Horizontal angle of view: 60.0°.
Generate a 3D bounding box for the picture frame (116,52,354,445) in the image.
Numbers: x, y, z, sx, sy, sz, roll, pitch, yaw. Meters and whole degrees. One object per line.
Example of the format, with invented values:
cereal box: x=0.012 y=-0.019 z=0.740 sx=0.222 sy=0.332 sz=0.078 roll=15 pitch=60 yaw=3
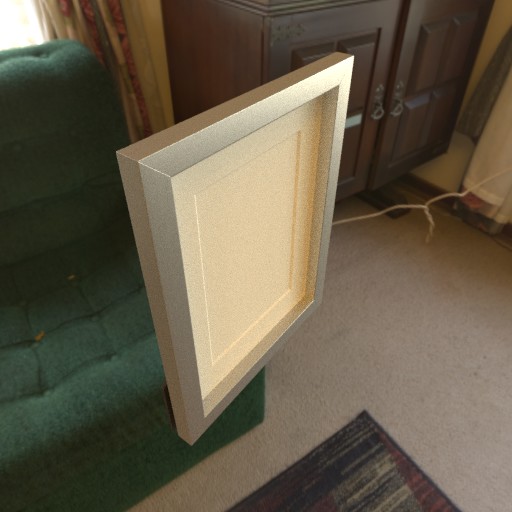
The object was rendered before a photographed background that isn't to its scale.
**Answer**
picture frame: x=0.000 y=0.000 z=0.523 sx=0.036 sy=0.386 sz=0.307 roll=26 pitch=46 yaw=28
